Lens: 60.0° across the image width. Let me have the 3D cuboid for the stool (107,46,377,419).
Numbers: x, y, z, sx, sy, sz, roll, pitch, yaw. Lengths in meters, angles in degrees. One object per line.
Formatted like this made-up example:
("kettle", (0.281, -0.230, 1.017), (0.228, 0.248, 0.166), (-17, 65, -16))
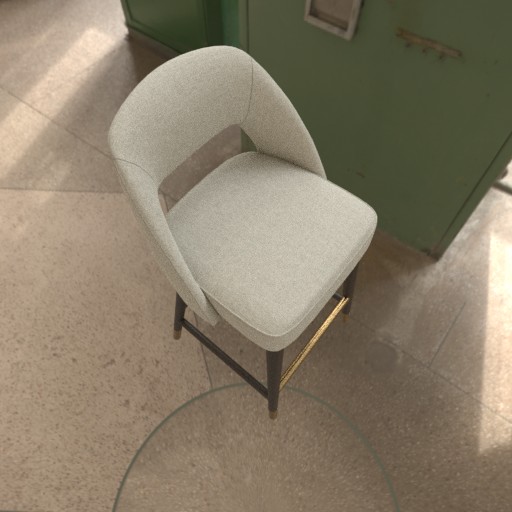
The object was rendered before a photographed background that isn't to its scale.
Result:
("stool", (0.000, 0.000, 1.203), (0.509, 0.940, 0.494), (34, 64, 19))
